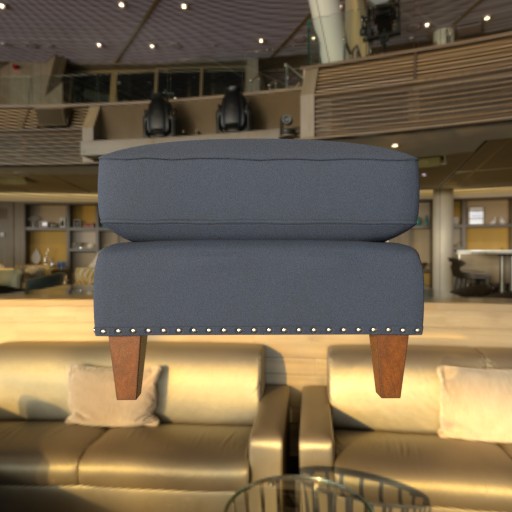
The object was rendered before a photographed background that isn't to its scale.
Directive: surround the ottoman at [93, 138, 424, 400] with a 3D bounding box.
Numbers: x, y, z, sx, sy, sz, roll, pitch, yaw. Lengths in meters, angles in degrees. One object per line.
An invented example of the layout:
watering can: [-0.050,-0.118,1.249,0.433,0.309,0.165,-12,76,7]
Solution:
ottoman: [0.000,0.000,1.133,0.584,0.513,0.741,0,0,-1]
